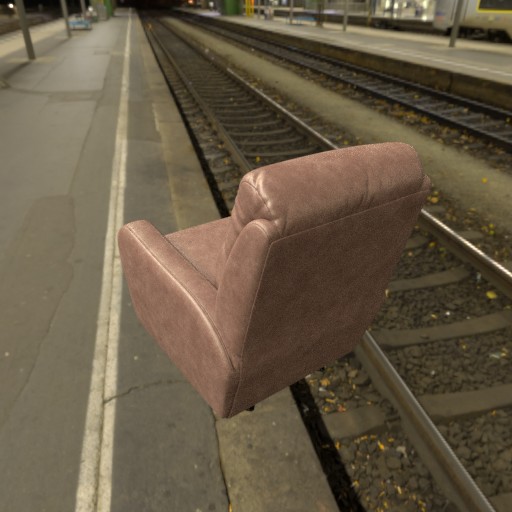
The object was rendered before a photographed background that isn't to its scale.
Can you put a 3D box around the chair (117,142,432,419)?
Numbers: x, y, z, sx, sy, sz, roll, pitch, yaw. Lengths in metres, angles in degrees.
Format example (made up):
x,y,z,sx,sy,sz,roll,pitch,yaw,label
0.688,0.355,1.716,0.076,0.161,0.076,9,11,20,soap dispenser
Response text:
x,y,z,sx,sy,sz,roll,pitch,yaw,label
0.000,0.000,1.836,0.865,1.067,1.067,-19,35,-30,chair
